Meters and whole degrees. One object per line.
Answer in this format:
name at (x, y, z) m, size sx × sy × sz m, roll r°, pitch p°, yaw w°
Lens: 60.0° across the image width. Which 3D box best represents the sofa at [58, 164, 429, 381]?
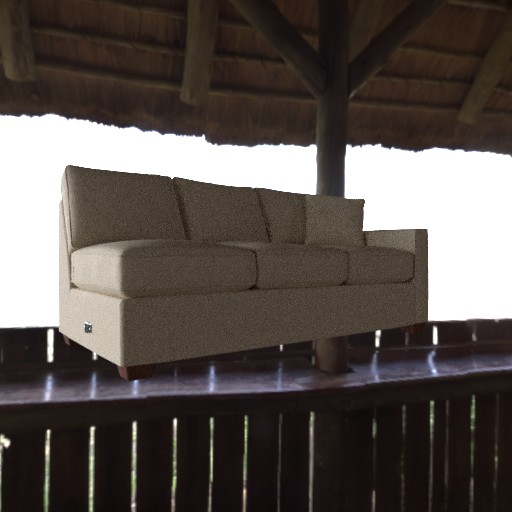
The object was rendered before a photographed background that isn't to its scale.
sofa at (0.000, 0.000, 2.562) m, size 1.963 × 0.946 × 1.034 m, roll 0°, pitch 0°, yaw -36°
